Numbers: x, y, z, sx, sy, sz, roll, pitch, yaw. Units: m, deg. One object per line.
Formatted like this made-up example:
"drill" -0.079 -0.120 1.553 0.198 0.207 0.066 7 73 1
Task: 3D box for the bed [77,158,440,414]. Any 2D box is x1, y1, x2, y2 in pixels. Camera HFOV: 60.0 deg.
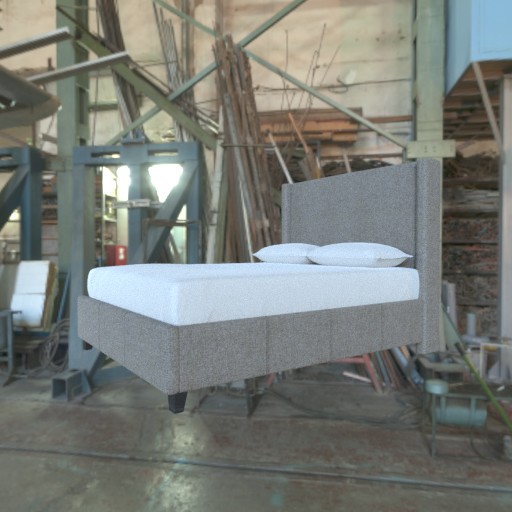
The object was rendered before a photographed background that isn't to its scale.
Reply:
"bed" 0.000 0.000 3.433 2.245 1.481 1.714 -1 1 -35
